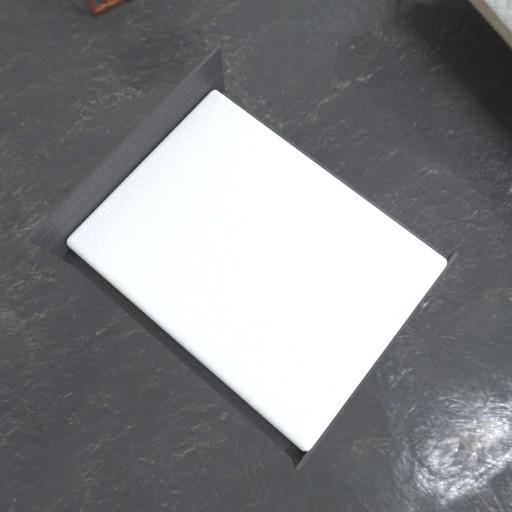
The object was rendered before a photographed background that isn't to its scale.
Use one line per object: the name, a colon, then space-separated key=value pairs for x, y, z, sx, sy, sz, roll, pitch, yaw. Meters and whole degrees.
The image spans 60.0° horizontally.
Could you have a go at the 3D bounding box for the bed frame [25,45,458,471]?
bed frame: x=0.000 y=0.000 z=2.828 sx=1.960 sy=0.800 sz=1.622 roll=39 pitch=79 yaw=9
